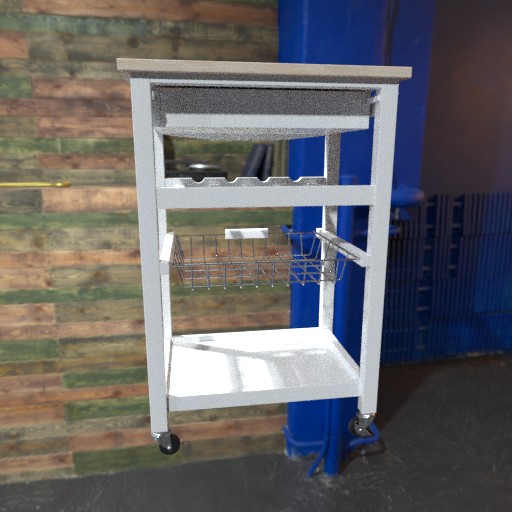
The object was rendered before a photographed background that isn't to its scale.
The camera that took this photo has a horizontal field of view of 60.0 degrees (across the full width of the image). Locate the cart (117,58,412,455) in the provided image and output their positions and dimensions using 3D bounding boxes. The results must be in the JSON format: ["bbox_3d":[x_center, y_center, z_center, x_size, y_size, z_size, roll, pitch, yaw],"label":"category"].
[{"bbox_3d":[0.000,0.000,1.147,0.578,0.857,0.406,-2,13,-8],"label":"cart"}]
